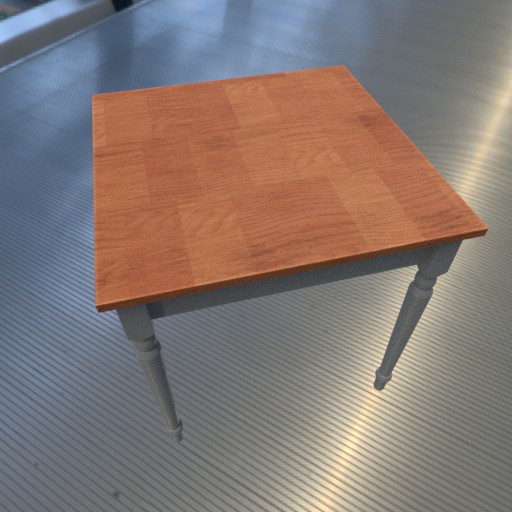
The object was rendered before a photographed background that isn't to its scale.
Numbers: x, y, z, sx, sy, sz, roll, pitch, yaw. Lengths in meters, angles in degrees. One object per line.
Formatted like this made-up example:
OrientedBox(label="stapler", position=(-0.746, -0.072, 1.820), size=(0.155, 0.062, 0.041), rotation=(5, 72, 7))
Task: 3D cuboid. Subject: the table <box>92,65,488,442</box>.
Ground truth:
OrientedBox(label="table", position=(0.000, 0.000, 1.318), size=(0.747, 0.738, 0.747), rotation=(-11, 48, -10))
